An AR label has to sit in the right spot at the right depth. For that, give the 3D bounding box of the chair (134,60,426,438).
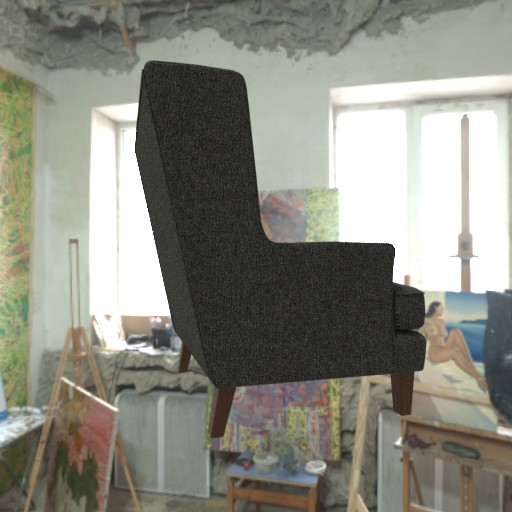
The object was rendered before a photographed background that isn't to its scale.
[{"bbox_3d":[0.000,0.000,1.783,0.927,1.082,0.942,0,0,-17],"label":"chair"}]
